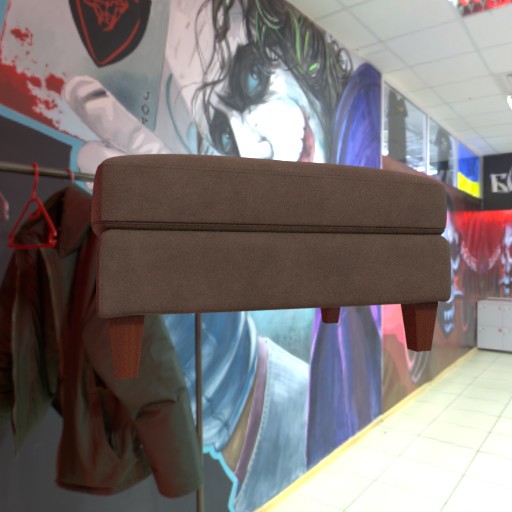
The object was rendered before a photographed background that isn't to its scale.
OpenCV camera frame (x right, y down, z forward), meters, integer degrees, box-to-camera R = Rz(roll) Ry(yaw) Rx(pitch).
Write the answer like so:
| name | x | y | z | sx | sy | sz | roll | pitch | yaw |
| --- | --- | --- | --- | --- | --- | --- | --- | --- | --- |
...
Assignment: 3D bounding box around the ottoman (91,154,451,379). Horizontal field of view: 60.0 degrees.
| name | x | y | z | sx | sy | sz | roll | pitch | yaw |
| --- | --- | --- | --- | --- | --- | --- | --- | --- | --- |
| ottoman | 0.000 | 0.000 | 1.242 | 0.864 | 0.483 | 0.584 | 0 | 0 | -19 |
